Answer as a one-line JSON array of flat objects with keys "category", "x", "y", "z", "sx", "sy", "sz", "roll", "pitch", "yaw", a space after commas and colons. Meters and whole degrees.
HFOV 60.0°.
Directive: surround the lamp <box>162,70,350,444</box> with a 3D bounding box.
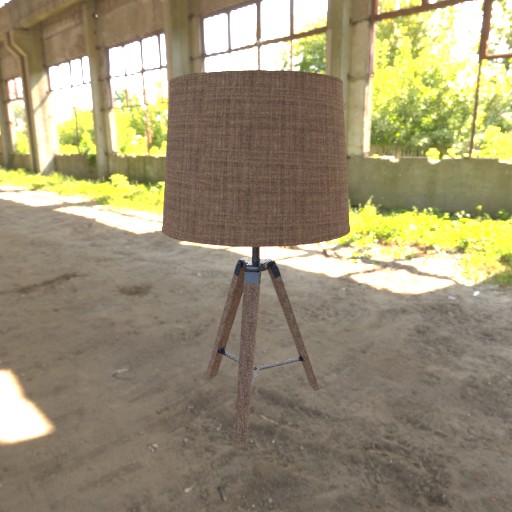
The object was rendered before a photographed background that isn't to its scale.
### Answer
[{"category": "lamp", "x": 0.000, "y": 0.000, "z": 0.705, "sx": 0.290, "sy": 0.514, "sz": 0.290, "roll": 0, "pitch": 14, "yaw": 0}]
